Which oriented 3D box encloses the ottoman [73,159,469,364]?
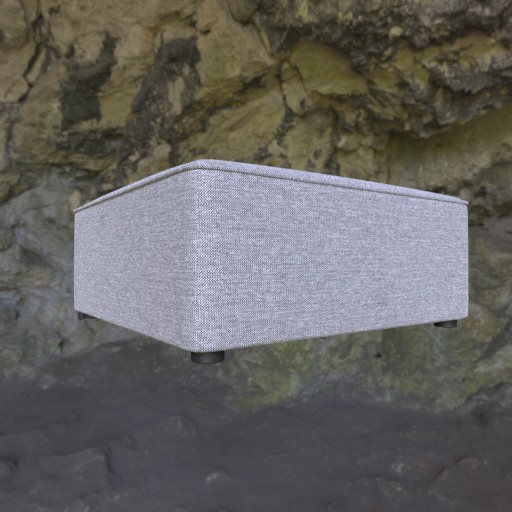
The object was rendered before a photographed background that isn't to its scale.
[{"bbox_3d":[0.000,0.000,1.539,1.005,0.455,1.005,1,-1,-35],"label":"ottoman"}]
